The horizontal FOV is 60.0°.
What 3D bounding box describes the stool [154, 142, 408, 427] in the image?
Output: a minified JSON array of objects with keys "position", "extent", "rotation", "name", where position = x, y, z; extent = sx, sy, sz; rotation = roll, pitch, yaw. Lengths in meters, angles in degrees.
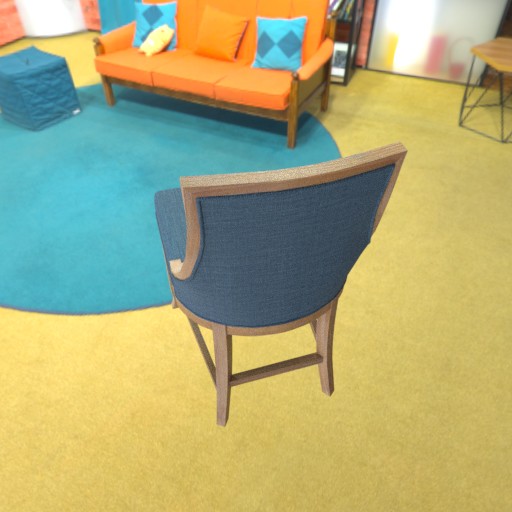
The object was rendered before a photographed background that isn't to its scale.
[{"position":[0.000,0.000,1.314],"extent":[0.524,0.938,0.626],"rotation":[-12,44,-12],"name":"stool"}]
